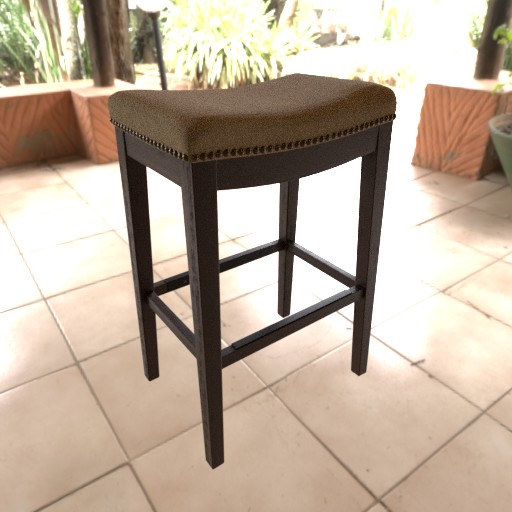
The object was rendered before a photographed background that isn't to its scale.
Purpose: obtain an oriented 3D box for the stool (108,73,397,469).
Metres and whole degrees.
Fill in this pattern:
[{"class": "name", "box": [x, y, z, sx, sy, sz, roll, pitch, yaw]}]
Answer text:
[{"class": "stool", "box": [0.000, 0.000, 1.059, 0.509, 0.768, 0.363, -20, 35, -31]}]
